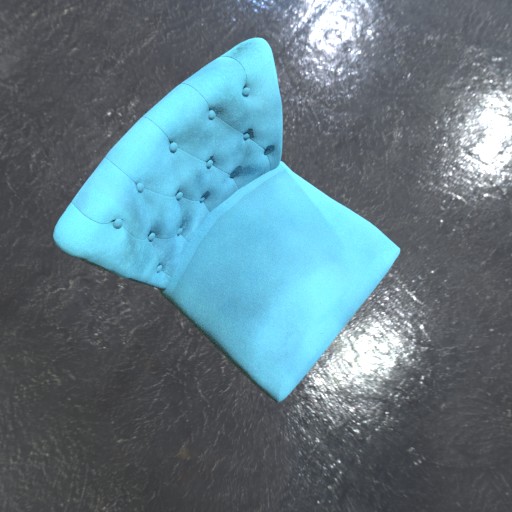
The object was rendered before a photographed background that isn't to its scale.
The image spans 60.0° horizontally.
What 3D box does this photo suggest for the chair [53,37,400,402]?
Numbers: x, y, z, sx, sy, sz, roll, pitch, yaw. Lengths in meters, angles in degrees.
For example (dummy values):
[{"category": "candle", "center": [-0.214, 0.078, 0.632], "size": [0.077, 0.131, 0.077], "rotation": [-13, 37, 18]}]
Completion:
[{"category": "chair", "center": [0.000, 0.000, 1.165], "size": [0.605, 0.750, 0.582], "rotation": [40, 79, 9]}]
